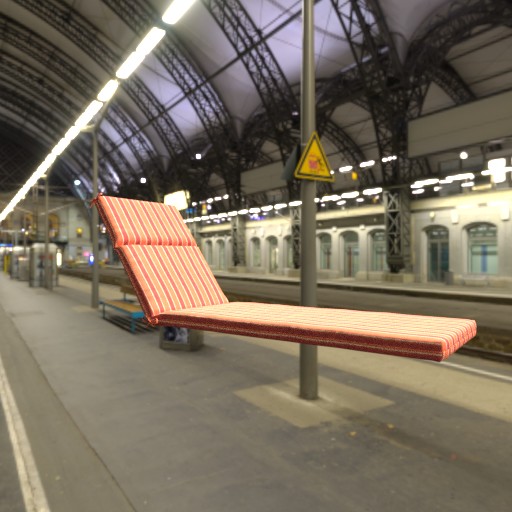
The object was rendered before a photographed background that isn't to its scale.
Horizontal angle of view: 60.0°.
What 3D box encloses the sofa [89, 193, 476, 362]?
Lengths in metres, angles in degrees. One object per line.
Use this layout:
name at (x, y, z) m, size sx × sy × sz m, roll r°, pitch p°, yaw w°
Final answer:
sofa at (0.000, 0.000, 1.926) m, size 1.663 × 0.622 × 0.582 m, roll 0°, pitch 0°, yaw 36°
